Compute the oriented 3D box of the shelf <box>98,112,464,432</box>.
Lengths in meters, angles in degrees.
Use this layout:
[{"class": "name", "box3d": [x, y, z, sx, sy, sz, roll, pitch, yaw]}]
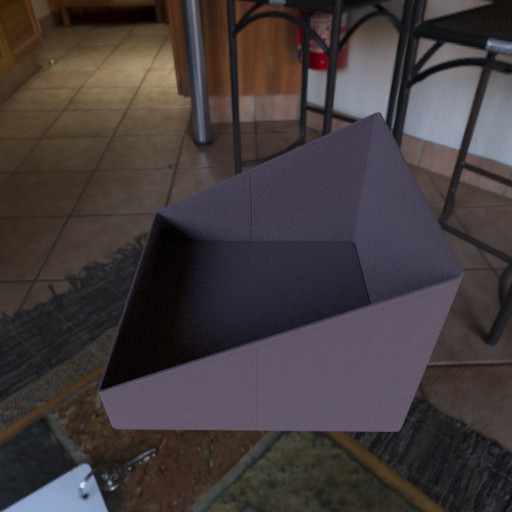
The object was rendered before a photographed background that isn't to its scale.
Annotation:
[{"class": "shelf", "box3d": [0.000, 0.000, 0.484, 0.292, 0.210, 0.292, 0, 40, 0]}]
